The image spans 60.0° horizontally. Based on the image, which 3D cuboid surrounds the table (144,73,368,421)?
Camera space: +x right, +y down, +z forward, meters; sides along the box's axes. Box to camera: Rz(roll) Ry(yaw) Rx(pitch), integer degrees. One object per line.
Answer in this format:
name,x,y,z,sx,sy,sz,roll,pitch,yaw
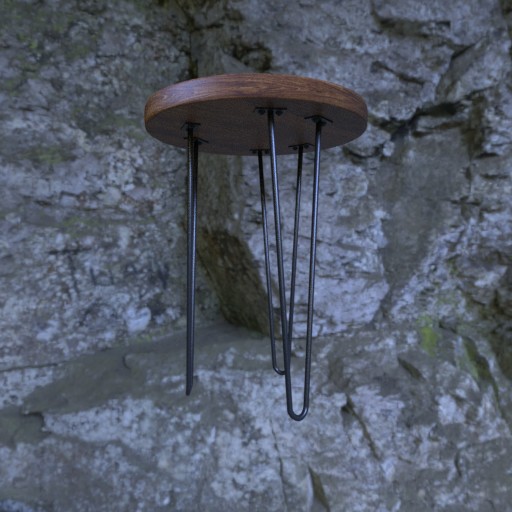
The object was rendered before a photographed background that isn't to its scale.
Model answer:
table,0.000,0.000,0.823,0.400,0.520,0.400,0,1,0
